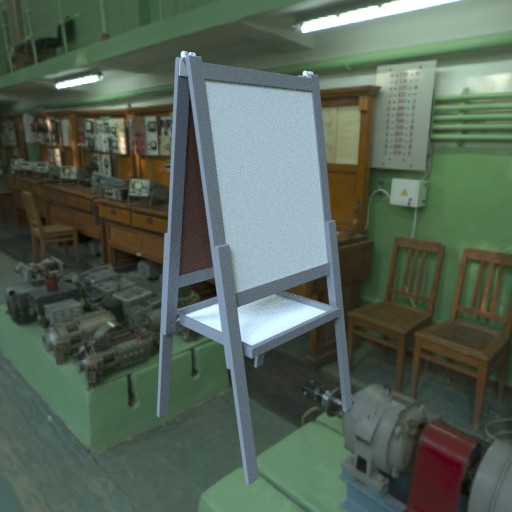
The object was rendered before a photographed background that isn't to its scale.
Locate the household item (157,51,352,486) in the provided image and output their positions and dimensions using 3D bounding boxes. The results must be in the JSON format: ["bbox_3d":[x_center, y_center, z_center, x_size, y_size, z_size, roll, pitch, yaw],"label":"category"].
[{"bbox_3d":[0.000,0.000,1.452,0.469,1.172,0.531,14,21,43],"label":"household item"}]
